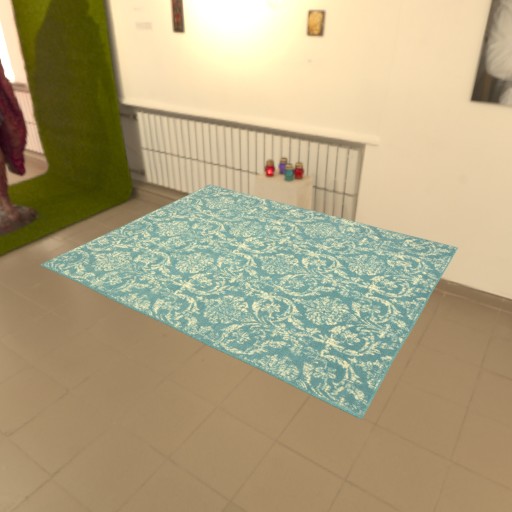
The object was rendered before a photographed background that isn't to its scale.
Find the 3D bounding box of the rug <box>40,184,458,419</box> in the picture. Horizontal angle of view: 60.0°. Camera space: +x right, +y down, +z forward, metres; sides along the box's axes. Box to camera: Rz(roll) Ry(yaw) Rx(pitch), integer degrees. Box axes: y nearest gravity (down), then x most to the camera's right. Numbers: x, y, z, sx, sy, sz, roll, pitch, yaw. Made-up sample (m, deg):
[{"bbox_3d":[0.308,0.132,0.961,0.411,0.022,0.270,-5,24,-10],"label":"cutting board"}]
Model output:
[{"bbox_3d":[0.000,0.000,4.021,2.980,0.012,2.363,18,35,29],"label":"rug"}]
